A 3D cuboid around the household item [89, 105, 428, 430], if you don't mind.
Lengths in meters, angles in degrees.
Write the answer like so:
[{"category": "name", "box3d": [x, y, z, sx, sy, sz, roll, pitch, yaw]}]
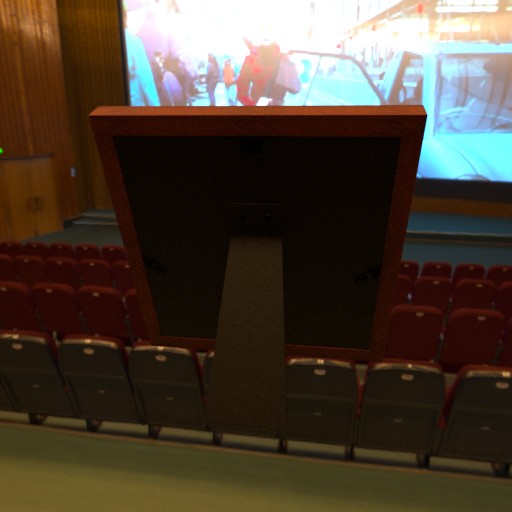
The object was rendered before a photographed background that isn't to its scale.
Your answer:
[{"category": "household item", "box3d": [0.000, 0.000, 0.375, 0.240, 0.240, 0.131, 2, 17, 8]}]
